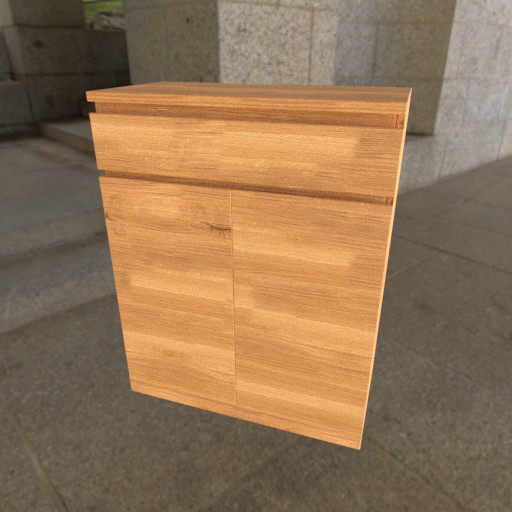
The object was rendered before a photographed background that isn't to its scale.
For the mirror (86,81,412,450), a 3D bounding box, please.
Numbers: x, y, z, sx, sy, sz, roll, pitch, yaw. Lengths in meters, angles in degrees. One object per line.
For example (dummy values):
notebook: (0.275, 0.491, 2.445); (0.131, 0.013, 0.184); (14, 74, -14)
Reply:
mirror: (0.000, 0.000, 1.418); (0.800, 1.000, 0.400); (8, 26, 17)
